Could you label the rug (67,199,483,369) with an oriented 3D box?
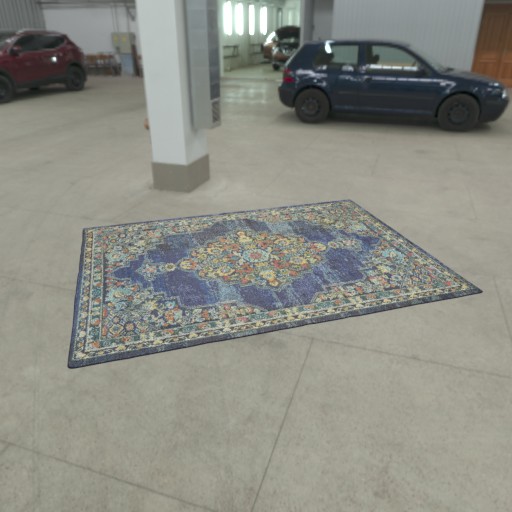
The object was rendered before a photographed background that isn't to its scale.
[{"bbox_3d":[0.000,0.000,2.928,2.232,0.009,1.630,-8,28,-15],"label":"rug"}]
